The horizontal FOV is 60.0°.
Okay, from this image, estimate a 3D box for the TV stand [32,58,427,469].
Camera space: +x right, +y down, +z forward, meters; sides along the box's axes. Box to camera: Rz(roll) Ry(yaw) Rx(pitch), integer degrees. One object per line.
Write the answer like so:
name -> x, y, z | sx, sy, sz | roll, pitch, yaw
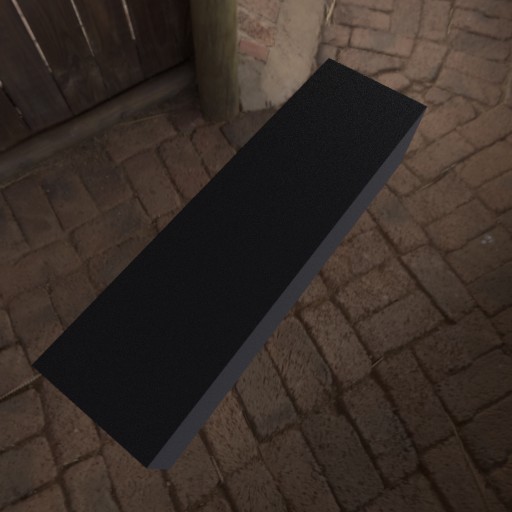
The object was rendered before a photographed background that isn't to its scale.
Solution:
TV stand -> 0.000, 0.000, 1.474 | 0.390, 0.518, 1.312 | 34, 69, 15
